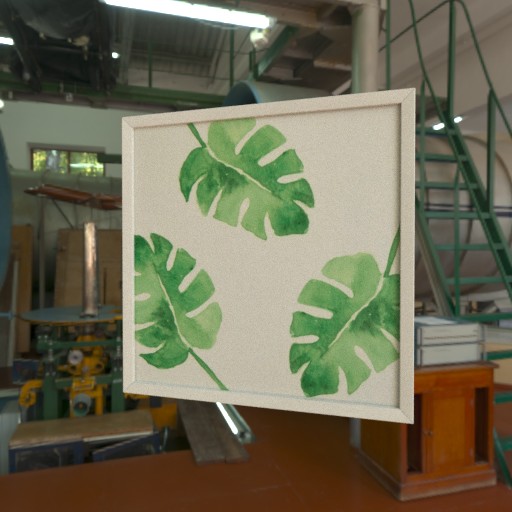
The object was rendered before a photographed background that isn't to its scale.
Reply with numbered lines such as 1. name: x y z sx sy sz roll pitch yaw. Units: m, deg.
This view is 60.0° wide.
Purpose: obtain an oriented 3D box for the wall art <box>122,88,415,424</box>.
1. wall art: 0.000 0.000 1.134 0.762 0.762 0.040 0 1 17
